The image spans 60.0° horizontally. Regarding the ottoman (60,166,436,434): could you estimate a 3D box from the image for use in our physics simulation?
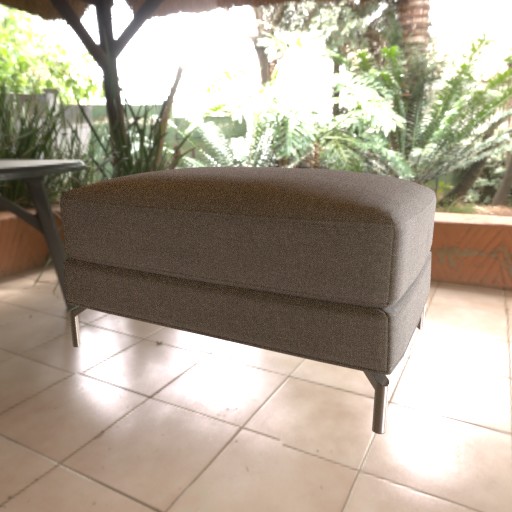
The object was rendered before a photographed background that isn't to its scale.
[{"bbox_3d":[0.000,0.000,1.170,0.838,0.457,0.584,7,16,26],"label":"ottoman"}]
